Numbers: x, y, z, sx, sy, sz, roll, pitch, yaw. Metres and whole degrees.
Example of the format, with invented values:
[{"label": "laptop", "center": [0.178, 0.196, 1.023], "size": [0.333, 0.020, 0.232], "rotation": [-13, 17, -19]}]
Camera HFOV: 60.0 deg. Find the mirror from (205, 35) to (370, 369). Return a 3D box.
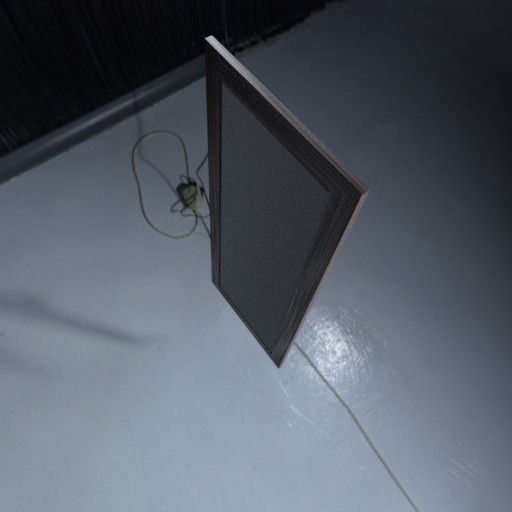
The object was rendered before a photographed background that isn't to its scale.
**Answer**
[{"label": "mirror", "center": [0.000, 0.000, 2.316], "size": [0.221, 2.020, 0.812], "rotation": [-34, 69, -15]}]
